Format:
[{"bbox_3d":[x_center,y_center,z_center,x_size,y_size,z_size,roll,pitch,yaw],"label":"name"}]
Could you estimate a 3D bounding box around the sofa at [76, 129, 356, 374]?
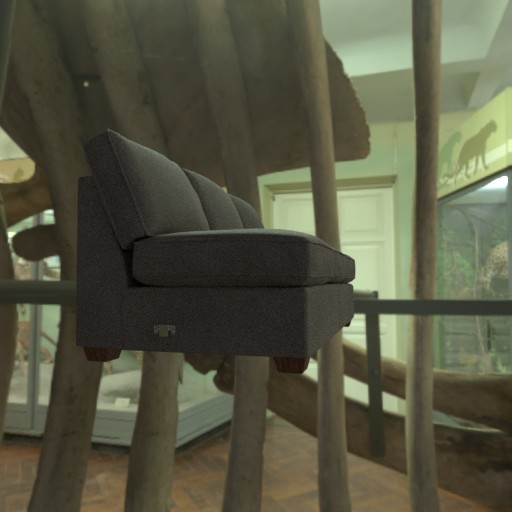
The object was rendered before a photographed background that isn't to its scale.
[{"bbox_3d":[0.000,0.000,2.625,1.027,0.973,1.962,-1,-3,17],"label":"sofa"}]
